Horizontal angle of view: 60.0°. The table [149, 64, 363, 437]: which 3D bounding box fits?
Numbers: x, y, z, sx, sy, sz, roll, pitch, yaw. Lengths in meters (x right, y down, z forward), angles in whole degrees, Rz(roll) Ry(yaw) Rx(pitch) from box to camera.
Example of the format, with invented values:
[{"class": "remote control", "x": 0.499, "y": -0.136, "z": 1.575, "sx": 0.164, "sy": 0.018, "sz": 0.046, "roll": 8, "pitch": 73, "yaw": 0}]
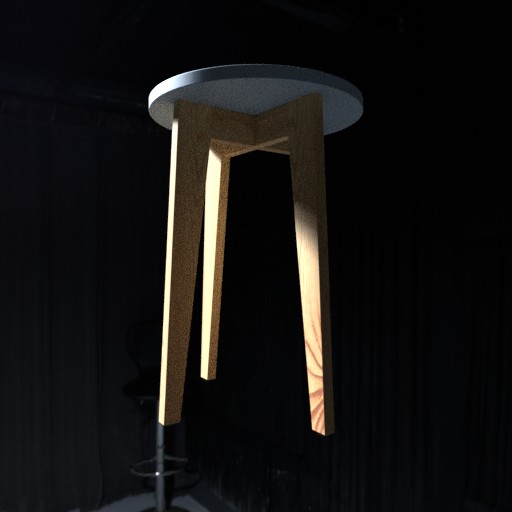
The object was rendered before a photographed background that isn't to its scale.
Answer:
[{"class": "table", "x": 0.000, "y": 0.000, "z": 0.750, "sx": 0.350, "sy": 0.500, "sz": 0.350, "roll": 0, "pitch": 1, "yaw": 0}]
